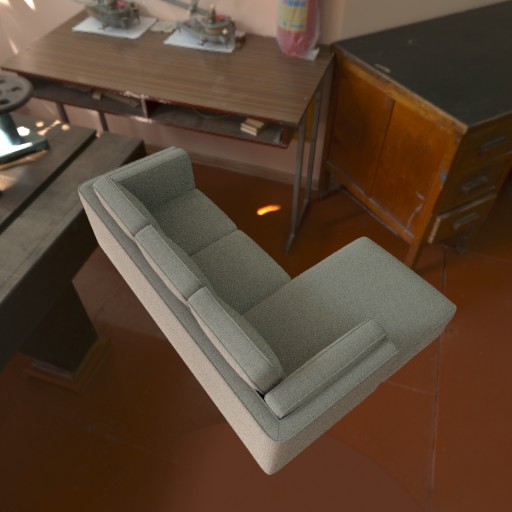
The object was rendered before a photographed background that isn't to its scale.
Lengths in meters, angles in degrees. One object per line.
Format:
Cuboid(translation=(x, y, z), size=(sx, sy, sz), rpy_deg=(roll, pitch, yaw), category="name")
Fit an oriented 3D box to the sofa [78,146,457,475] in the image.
Cuboid(translation=(0.000, 0.000, 3.198), size=(1.604, 0.929, 2.411), rpy_deg=(-30, 55, -24), category="sofa")
